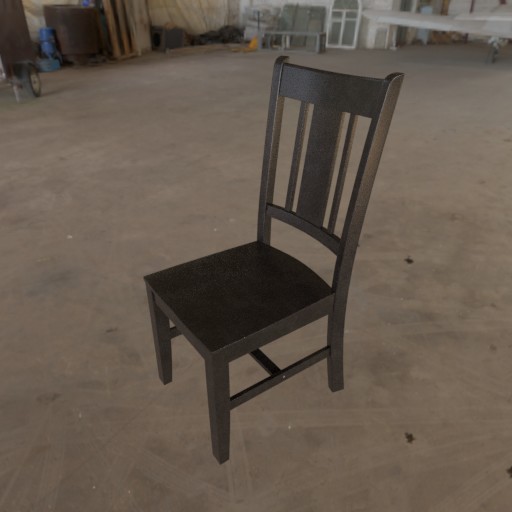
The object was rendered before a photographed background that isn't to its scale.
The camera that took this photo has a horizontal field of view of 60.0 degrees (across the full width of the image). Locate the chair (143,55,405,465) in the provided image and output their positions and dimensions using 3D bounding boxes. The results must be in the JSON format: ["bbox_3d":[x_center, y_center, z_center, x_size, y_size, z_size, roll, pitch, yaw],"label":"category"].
[{"bbox_3d":[0.000,0.000,1.284,0.555,0.998,0.450,-20,35,-30],"label":"chair"}]
